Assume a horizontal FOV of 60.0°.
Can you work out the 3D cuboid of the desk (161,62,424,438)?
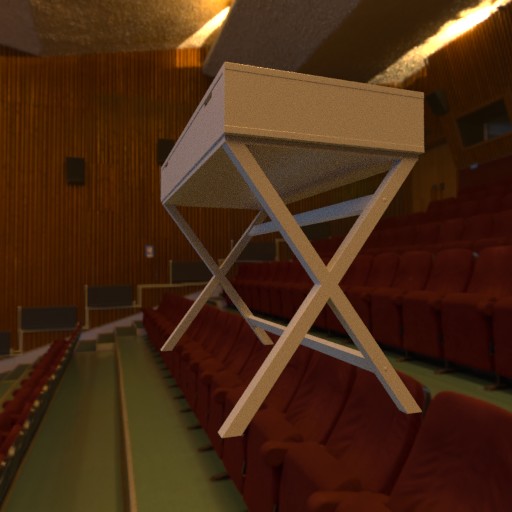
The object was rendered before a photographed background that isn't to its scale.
[{"bbox_3d":[0.000,0.000,1.493,0.509,0.780,1.059,0,-1,-19],"label":"desk"}]
